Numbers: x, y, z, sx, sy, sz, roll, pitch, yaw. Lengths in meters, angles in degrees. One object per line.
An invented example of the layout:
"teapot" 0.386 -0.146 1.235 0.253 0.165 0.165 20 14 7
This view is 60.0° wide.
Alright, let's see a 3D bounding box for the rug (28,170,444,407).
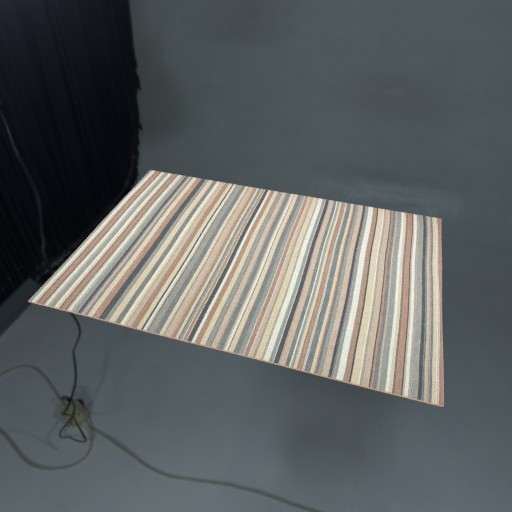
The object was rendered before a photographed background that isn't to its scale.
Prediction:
"rug" 0.000 0.000 2.281 1.829 0.008 1.219 11 43 13
